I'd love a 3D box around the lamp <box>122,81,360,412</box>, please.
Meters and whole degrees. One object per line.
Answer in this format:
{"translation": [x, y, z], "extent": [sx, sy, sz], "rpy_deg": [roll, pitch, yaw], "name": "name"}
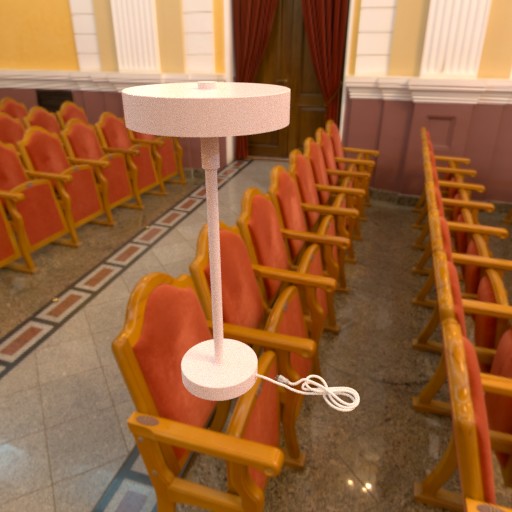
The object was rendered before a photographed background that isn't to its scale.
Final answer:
{"translation": [0.000, 0.000, 0.697], "extent": [0.369, 0.508, 0.229], "rpy_deg": [8, 27, 16], "name": "lamp"}
